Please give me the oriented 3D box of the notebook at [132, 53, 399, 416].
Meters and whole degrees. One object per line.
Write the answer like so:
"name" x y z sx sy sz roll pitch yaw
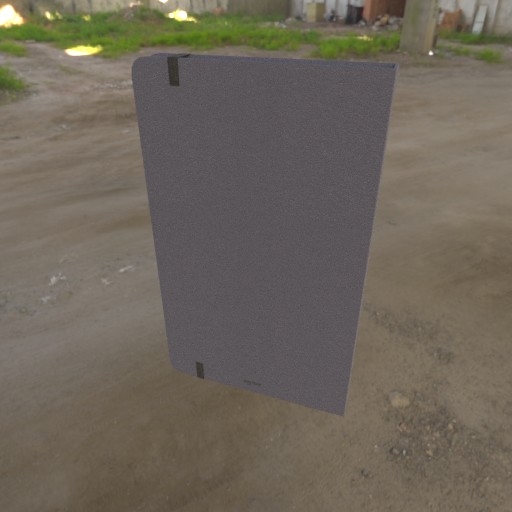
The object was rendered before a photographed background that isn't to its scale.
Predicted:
"notebook" 0.000 0.000 0.260 0.127 0.213 0.016 10 32 16
